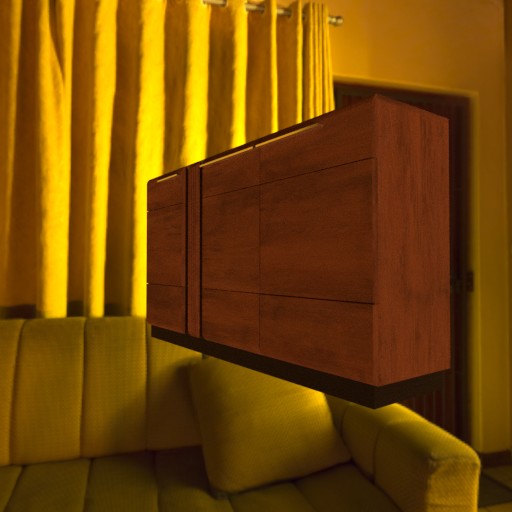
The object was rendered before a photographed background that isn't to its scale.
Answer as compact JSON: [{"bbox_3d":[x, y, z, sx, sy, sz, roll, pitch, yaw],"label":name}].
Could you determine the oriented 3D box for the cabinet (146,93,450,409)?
[{"bbox_3d":[0.000,0.000,1.994,0.420,0.900,1.600,1,-1,-36],"label":"cabinet"}]
